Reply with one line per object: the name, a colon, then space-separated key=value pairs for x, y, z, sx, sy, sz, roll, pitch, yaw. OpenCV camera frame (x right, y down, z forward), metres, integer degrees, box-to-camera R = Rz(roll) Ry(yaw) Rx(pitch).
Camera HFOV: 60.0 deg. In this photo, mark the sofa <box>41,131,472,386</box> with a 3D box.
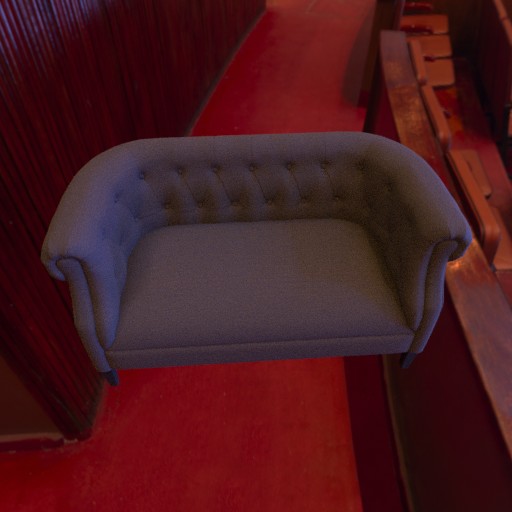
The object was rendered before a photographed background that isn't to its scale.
sofa: x=0.000 y=0.000 z=2.013 sx=1.558 sy=0.827 sz=0.835 roll=-3 pitch=46 yaw=-3
